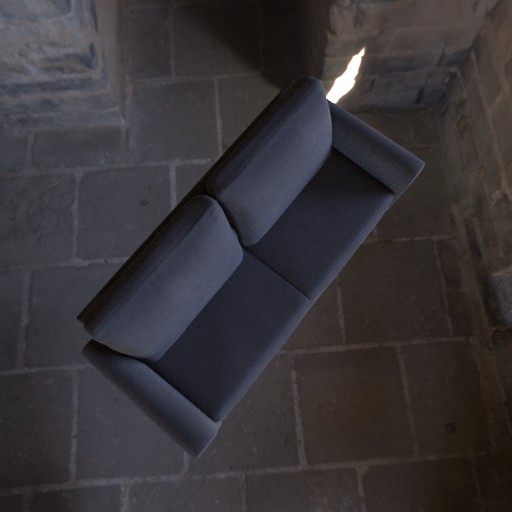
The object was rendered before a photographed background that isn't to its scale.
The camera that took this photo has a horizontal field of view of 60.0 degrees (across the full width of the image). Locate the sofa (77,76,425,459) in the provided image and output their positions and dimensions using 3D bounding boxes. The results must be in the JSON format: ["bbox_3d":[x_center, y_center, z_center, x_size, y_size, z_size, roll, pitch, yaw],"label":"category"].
[{"bbox_3d":[0.000,0.000,2.430,0.842,0.942,1.935,38,79,9],"label":"sofa"}]
